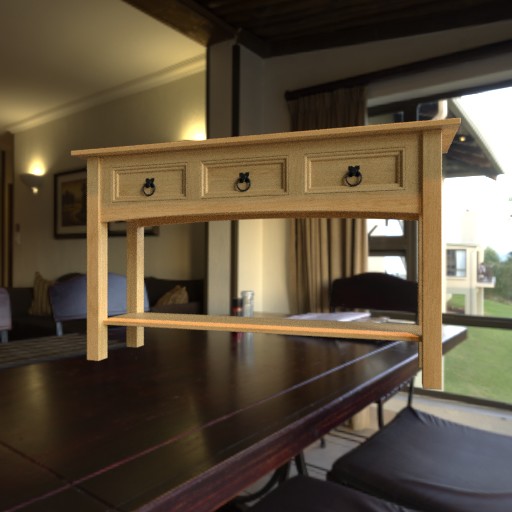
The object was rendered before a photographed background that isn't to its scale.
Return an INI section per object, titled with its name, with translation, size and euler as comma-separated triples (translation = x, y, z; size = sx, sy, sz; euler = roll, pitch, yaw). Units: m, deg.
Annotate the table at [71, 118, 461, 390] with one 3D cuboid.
[table]
translation = 0.000, 0.000, 1.519
size = 1.240, 0.730, 0.350
euler = 0, 0, 18
